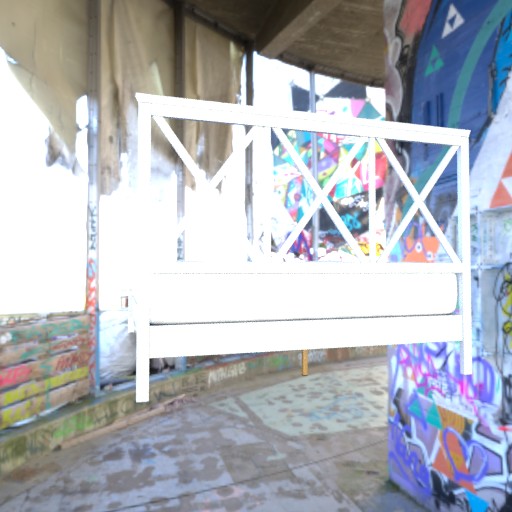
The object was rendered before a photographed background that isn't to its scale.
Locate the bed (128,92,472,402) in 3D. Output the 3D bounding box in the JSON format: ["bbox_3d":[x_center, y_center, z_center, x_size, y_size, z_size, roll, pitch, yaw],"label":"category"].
[{"bbox_3d":[0.000,0.000,3.049,1.673,1.253,2.135,1,-2,-17],"label":"bed"}]
